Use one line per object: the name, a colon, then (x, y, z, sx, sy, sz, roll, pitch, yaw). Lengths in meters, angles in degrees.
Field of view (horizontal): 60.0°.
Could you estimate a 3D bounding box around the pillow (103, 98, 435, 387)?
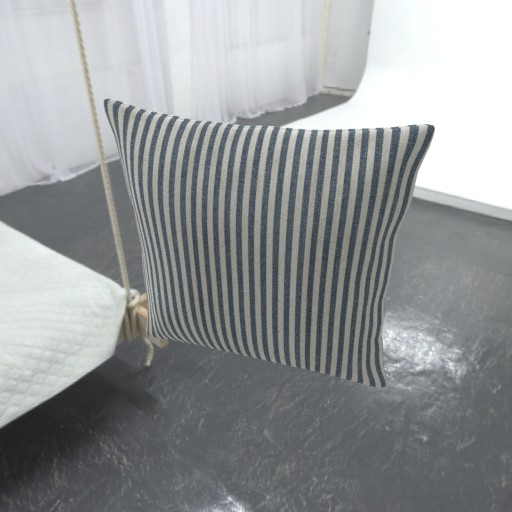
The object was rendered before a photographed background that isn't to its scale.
pillow: (0.000, 0.000, 0.793, 0.523, 0.510, 0.166, 10, 32, 15)
